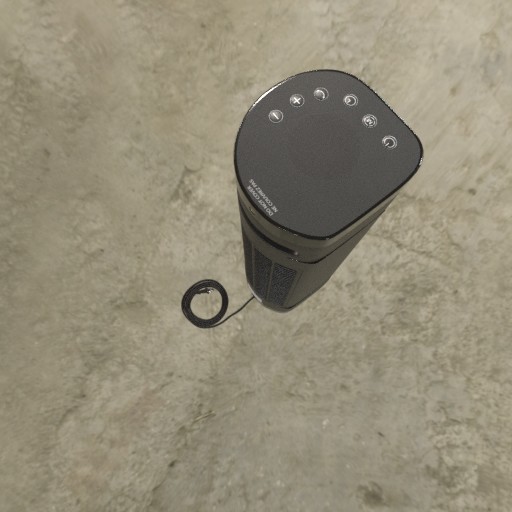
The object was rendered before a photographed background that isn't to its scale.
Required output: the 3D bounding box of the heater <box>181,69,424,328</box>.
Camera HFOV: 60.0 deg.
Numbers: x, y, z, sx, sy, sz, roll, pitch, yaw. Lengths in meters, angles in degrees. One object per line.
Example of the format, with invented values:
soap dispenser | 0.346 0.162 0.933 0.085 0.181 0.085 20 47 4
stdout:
heater | 0.000 0.000 0.684 0.312 0.552 0.174 -37 79 -9
